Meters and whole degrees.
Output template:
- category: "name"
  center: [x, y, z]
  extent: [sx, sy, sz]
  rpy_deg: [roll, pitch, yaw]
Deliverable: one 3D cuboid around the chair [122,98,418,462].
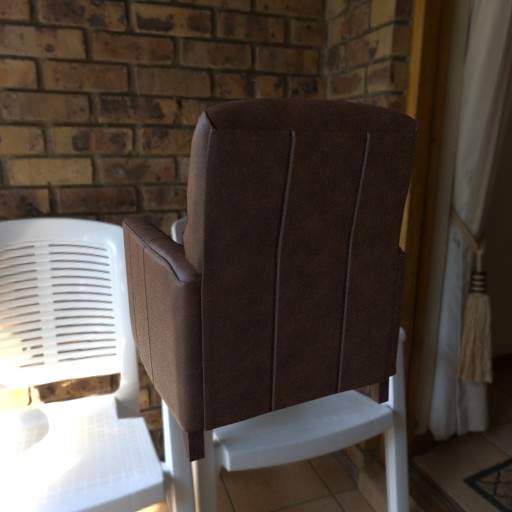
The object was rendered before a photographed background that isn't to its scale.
- category: "chair"
  center: [0.000, 0.000, 1.610]
  extent: [0.839, 1.010, 0.850]
  rpy_deg: [-6, 15, -25]
